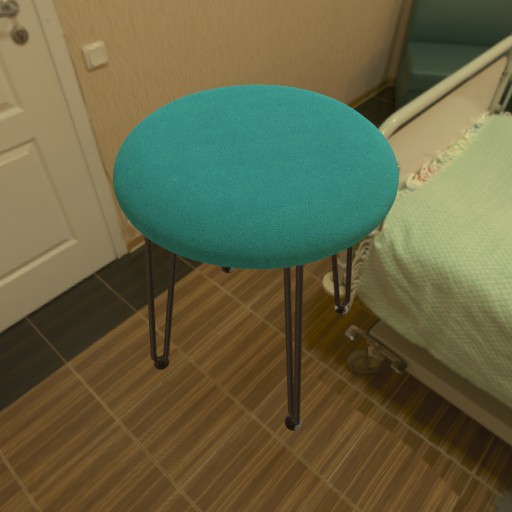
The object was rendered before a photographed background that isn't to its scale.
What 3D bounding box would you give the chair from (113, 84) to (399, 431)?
[{"bbox_3d":[0.000,0.000,0.680,0.350,0.430,0.350,10,47,9],"label":"chair"}]
